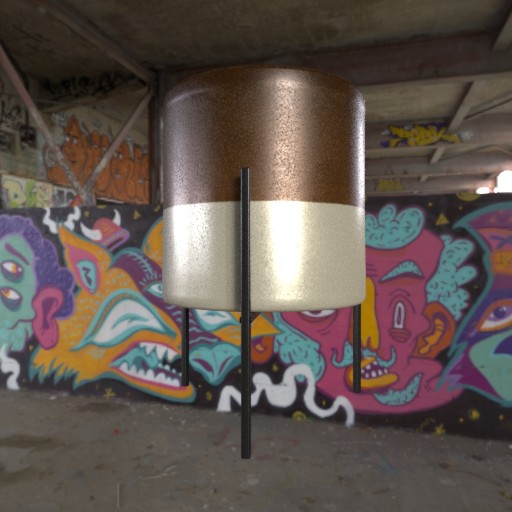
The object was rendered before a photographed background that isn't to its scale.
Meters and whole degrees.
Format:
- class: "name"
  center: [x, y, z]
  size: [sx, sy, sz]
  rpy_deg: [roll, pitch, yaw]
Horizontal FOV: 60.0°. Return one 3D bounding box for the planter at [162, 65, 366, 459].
- class: "planter"
  center: [0.000, 0.000, 0.558]
  size: [0.269, 0.375, 0.255]
  rpy_deg: [0, 0, 36]
